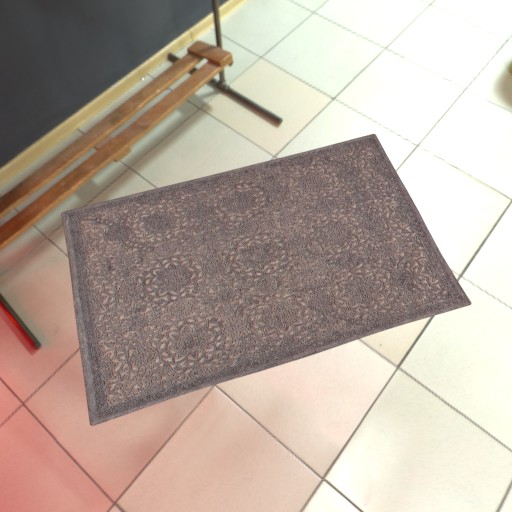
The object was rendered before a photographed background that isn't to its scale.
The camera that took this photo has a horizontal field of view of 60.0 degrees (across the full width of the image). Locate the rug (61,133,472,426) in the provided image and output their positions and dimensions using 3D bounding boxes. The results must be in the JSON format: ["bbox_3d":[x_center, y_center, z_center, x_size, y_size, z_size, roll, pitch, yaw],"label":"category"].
[{"bbox_3d":[0.000,0.000,3.066,2.498,0.022,1.535,-16,64,-8],"label":"rug"}]
